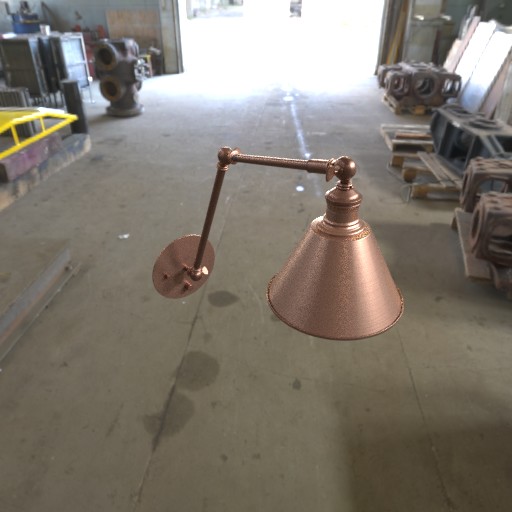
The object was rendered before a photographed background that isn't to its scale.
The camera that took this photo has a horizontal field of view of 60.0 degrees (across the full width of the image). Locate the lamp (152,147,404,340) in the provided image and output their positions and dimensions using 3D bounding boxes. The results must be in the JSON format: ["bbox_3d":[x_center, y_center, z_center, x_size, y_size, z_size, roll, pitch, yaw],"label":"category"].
[{"bbox_3d":[0.000,0.000,0.877,0.223,0.502,0.624,-23,38,-34],"label":"lamp"}]
